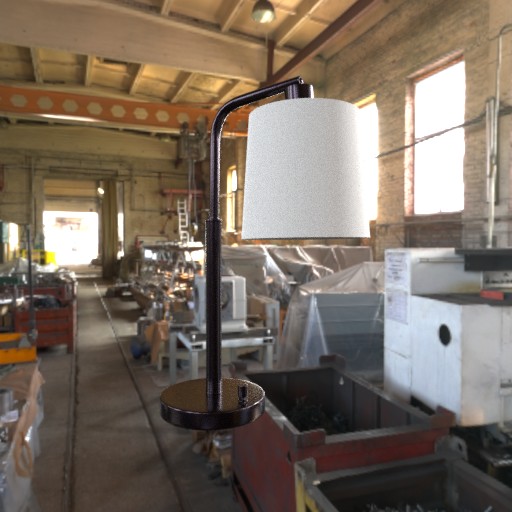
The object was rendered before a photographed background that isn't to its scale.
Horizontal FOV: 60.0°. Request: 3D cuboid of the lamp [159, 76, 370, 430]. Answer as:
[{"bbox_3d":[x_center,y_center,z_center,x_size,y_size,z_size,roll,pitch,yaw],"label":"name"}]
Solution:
[{"bbox_3d":[0.000,0.000,0.647,0.333,0.489,0.171,1,2,35],"label":"lamp"}]
